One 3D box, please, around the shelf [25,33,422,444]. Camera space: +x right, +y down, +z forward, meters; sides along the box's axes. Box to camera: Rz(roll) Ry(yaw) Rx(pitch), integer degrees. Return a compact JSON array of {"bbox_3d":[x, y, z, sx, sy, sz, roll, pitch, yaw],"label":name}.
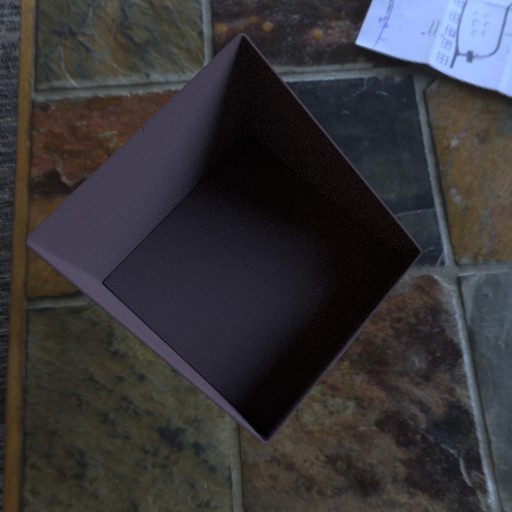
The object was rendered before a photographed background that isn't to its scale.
[{"bbox_3d":[0.000,0.000,0.493,0.292,0.210,0.292,40,79,9],"label":"shelf"}]
